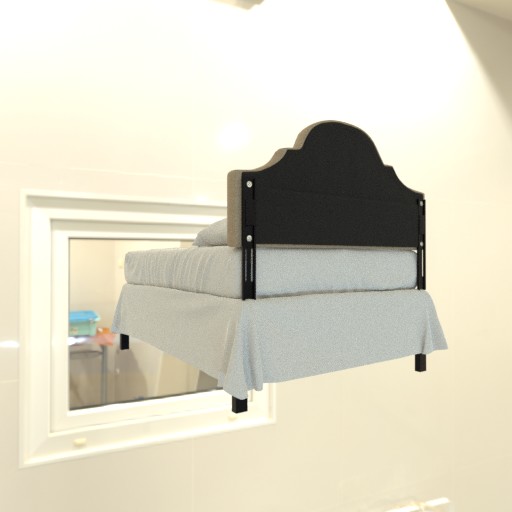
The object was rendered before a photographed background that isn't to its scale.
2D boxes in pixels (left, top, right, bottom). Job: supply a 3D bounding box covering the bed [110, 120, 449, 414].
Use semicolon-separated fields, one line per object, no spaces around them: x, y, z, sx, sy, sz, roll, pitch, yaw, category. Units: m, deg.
0.000;0.000;3.509;1.780;1.634;2.222;0;-1;-34;bed
